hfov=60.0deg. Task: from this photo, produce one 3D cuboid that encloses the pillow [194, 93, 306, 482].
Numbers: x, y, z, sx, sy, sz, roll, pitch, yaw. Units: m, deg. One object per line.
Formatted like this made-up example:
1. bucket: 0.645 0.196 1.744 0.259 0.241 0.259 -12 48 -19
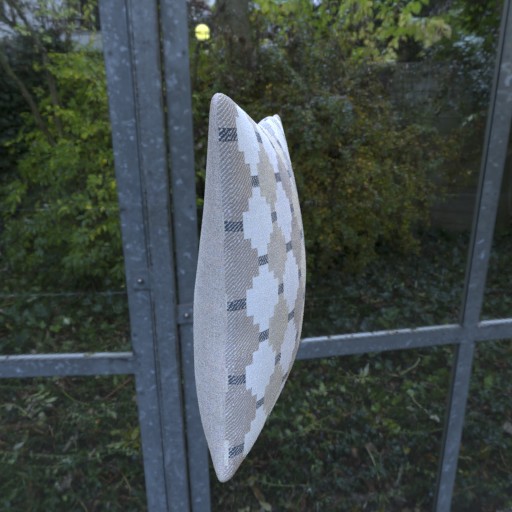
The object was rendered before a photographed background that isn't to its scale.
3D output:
1. pillow: 0.000 0.000 0.854 0.192 0.558 0.578 3 17 9
